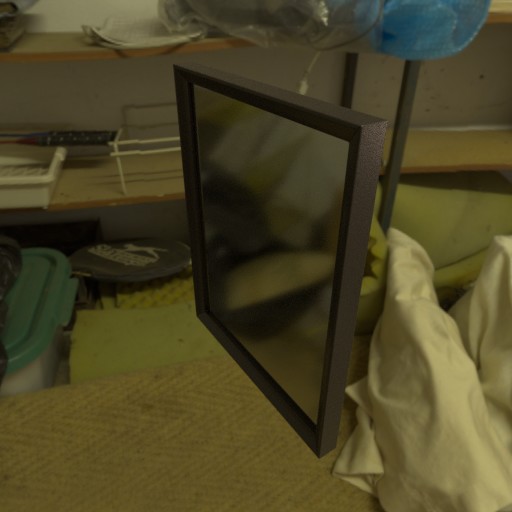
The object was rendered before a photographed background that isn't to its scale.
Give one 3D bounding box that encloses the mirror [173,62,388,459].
[{"bbox_3d":[0.000,0.000,0.693,0.041,0.509,0.406,-20,37,-28],"label":"mirror"}]
